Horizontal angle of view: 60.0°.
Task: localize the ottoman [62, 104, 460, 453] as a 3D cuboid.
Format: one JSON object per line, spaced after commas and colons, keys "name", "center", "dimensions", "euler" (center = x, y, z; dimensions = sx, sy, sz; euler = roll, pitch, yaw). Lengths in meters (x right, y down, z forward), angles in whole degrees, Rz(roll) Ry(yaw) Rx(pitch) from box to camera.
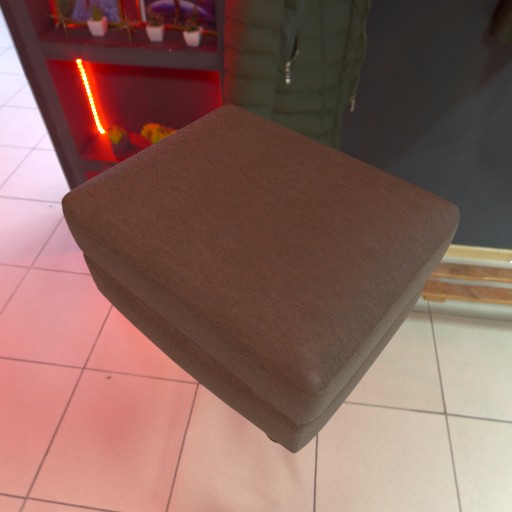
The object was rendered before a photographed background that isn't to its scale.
{"name": "ottoman", "center": [0.000, 0.000, 1.174], "dimensions": [0.787, 0.508, 0.635], "euler": [32, 55, 26]}
